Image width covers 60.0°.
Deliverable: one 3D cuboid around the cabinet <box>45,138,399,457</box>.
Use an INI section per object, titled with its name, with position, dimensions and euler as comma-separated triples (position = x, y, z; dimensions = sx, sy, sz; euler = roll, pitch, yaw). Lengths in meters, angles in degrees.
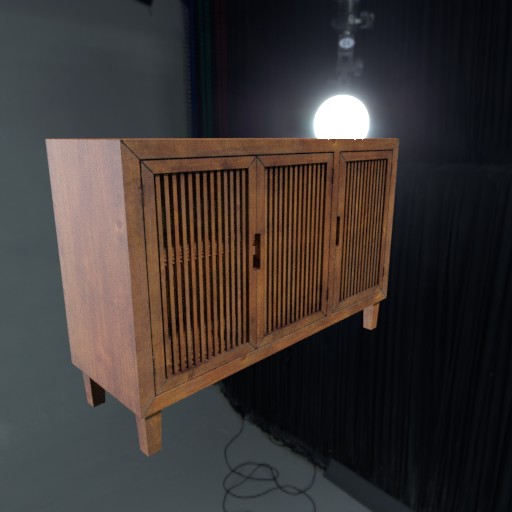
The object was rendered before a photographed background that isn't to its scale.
[cabinet]
position = 0.000, 0.000, 1.572
dimensions = 0.403, 0.805, 1.204
euler = 14, 21, 43
